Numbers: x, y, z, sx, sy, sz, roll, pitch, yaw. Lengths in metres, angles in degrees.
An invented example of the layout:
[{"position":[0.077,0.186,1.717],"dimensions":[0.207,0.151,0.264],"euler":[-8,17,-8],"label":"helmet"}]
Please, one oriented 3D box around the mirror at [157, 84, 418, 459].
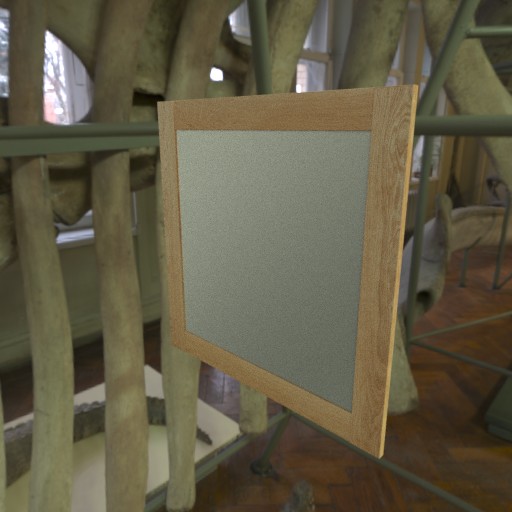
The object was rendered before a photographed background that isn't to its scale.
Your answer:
[{"position":[0.000,0.000,1.173],"dimensions":[0.800,0.800,0.020],"euler":[15,22,42],"label":"mirror"}]
